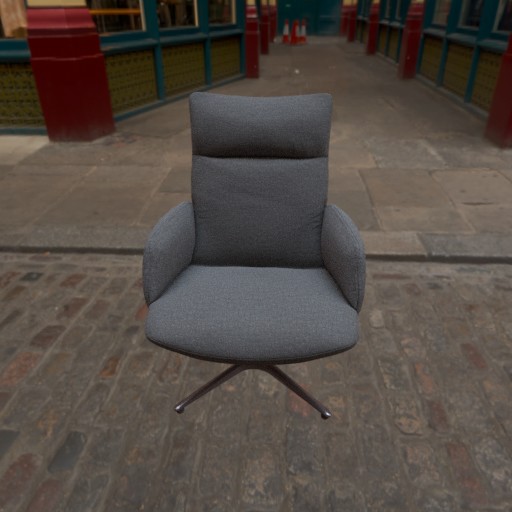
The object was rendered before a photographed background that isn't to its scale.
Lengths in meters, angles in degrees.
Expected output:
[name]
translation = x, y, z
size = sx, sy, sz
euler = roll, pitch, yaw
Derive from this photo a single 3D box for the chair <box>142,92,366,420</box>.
[chair]
translation = 0.000, 0.000, 1.580
size = 0.702, 0.984, 0.831
euler = 1, 30, 2
